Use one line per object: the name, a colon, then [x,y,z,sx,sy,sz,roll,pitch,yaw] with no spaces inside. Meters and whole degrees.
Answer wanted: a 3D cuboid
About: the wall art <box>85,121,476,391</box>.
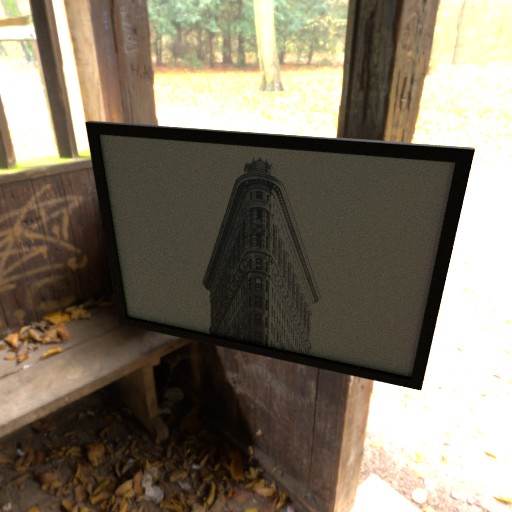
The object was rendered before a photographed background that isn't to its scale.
wall art: [0.000,0.000,1.204,0.958,0.656,0.026,9,28,17]
